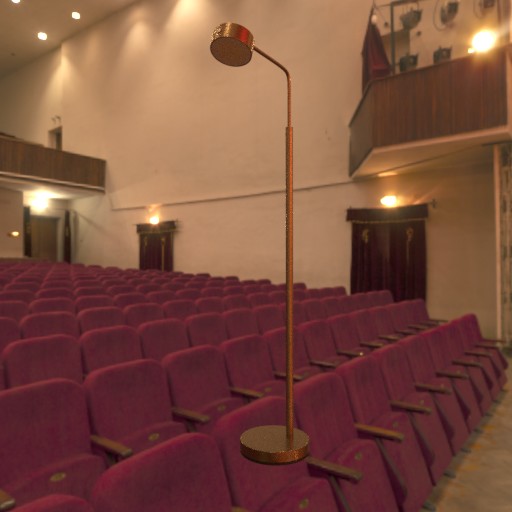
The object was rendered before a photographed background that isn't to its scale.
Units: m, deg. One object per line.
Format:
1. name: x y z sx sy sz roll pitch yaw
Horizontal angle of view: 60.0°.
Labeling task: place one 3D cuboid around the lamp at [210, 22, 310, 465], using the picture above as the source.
1. lamp: 0.000 0.000 1.340 0.219 1.230 0.418 -1 -1 37
